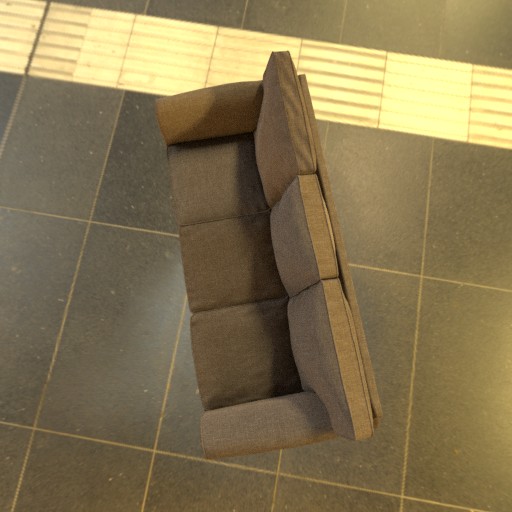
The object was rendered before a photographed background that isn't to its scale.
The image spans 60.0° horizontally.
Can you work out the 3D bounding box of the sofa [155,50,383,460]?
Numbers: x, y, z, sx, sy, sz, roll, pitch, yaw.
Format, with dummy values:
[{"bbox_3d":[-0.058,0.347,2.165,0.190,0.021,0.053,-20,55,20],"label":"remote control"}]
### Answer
[{"bbox_3d":[0.000,0.000,2.612,0.916,0.961,2.084,-10,77,-2],"label":"sofa"}]
